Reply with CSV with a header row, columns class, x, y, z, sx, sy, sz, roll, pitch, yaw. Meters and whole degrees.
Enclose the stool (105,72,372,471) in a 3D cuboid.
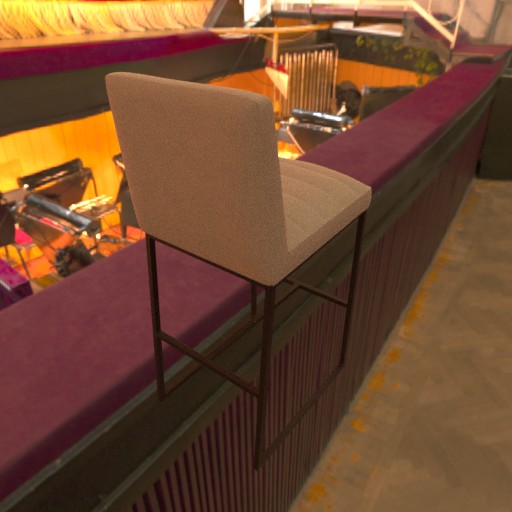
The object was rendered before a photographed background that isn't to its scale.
class,x,y,z,sx,sy,sz,roll,pitch,yaw
stool,0.000,0.000,1.330,0.464,1.061,0.573,22,37,32
